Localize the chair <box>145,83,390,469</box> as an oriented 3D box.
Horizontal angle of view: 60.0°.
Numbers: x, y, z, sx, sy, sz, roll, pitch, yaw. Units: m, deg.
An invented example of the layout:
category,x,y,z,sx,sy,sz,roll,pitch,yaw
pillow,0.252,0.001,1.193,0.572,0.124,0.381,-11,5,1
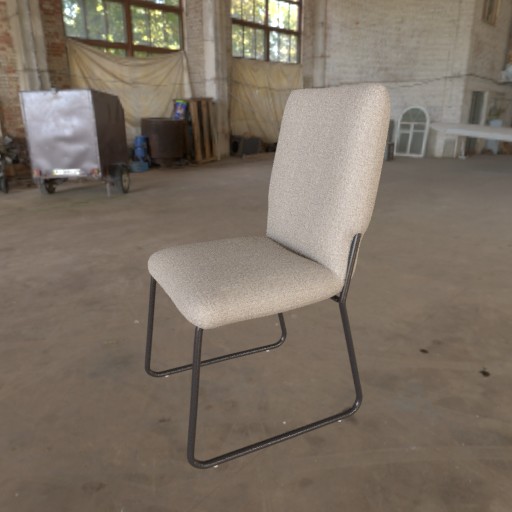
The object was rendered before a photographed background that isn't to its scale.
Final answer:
category,x,y,z,sx,sy,sz,roll,pitch,yaw
chair,0.000,0.000,1.191,0.560,0.864,0.448,-9,20,-25
